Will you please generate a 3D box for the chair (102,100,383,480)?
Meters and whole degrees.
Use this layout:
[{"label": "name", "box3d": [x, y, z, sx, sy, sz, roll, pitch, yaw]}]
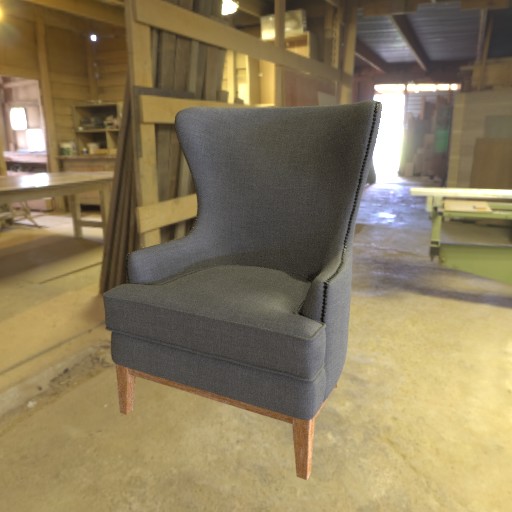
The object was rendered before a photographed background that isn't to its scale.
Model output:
[{"label": "chair", "box3d": [0.000, 0.000, 1.766, 0.864, 1.176, 0.883, 7, 17, 26]}]
